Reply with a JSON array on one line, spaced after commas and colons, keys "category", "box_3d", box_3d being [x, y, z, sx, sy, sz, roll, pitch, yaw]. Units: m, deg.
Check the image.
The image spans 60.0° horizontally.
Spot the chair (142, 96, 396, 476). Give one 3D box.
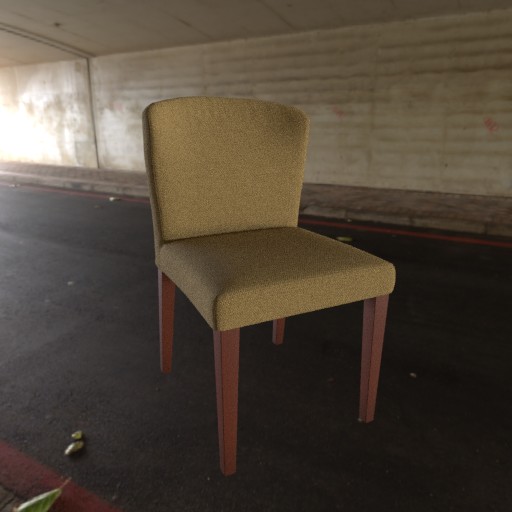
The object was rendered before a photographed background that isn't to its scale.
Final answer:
[{"category": "chair", "box_3d": [0.000, 0.000, 1.201, 0.491, 0.839, 0.589, -8, 19, -26]}]
